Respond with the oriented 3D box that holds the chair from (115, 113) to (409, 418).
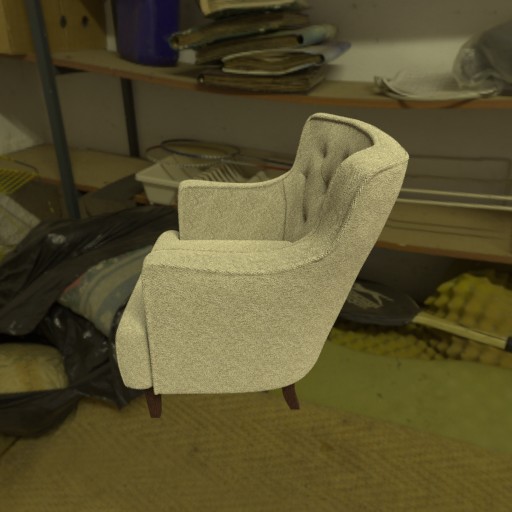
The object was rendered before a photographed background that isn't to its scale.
[{"bbox_3d":[0.000,0.000,1.676,0.910,0.920,0.820,0,27,-1],"label":"chair"}]
